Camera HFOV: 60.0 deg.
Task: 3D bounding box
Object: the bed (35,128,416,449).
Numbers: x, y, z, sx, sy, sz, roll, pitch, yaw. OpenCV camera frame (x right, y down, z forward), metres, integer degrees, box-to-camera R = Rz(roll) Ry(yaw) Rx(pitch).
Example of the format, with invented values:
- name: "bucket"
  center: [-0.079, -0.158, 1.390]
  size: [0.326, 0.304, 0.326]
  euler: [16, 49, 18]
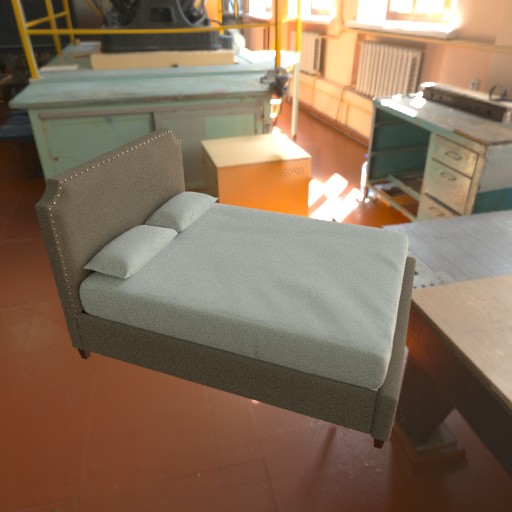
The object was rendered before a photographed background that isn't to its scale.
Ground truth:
- name: "bed"
  center: [0.000, 0.000, 3.383]
  size: [2.329, 1.415, 1.703]
  euler: [11, 32, 18]
